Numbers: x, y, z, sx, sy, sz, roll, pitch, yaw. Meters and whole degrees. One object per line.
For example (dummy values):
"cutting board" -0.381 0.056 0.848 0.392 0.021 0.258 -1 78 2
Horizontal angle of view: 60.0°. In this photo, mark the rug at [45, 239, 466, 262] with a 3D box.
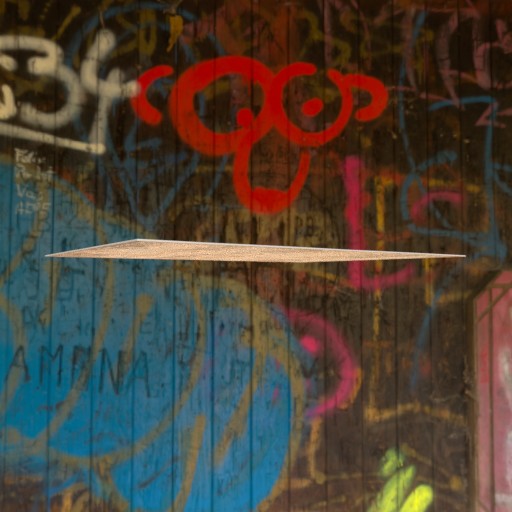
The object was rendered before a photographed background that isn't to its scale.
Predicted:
"rug" 0.000 0.000 4.296 3.307 0.013 2.393 2 -3 -36
